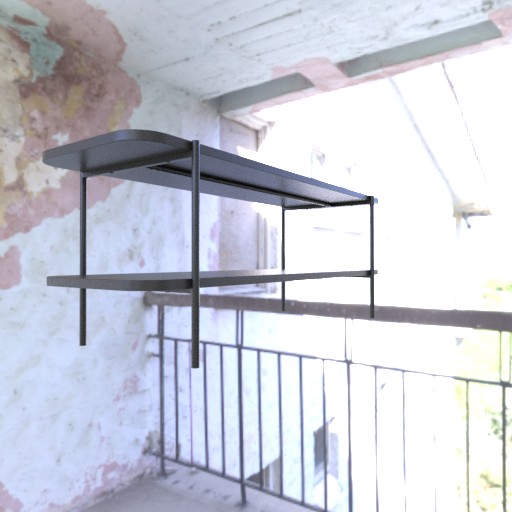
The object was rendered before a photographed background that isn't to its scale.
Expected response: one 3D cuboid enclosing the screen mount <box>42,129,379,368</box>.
[{"bbox_3d":[0.000,0.000,1.361,0.400,0.447,1.200,0,-1,36],"label":"screen mount"}]
